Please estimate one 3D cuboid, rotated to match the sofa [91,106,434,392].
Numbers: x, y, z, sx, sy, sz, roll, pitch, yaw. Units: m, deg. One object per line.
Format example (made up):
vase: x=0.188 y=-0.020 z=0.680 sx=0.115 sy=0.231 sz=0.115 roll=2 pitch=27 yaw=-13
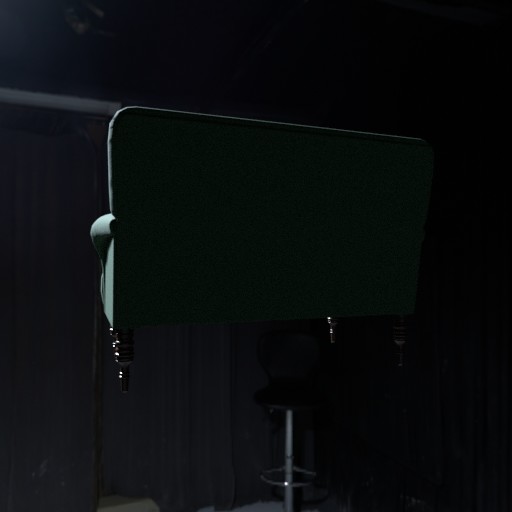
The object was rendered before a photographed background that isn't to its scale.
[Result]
sofa: x=0.000 y=0.000 z=1.851 sx=1.297 sy=0.889 sz=0.779 roll=0 pitch=-1 yaw=-20
